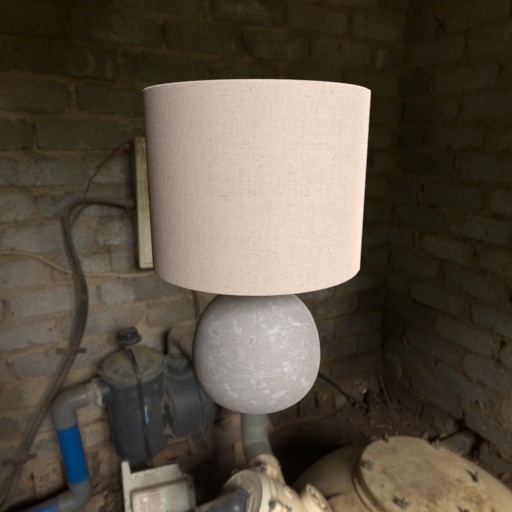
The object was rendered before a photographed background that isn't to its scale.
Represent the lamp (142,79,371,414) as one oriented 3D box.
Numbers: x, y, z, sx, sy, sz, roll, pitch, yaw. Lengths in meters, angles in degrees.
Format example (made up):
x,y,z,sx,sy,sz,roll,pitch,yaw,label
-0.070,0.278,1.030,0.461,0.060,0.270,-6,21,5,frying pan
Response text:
x,y,z,sx,sy,sz,roll,pitch,yaw,label
0.000,0.000,0.590,0.269,0.409,0.269,7,16,25,lamp
